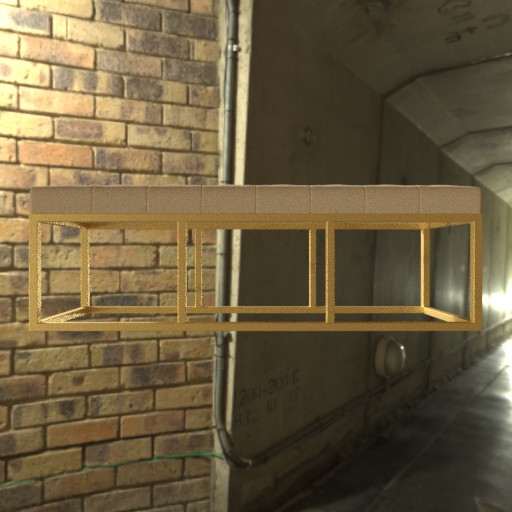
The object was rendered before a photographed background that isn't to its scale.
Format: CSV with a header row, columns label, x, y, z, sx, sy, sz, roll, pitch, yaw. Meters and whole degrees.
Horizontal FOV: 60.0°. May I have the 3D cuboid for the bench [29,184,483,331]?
label,x,y,z,sx,sy,sz,roll,pitch,yaw
bench,0.000,0.000,1.662,1.473,0.484,0.457,0,0,0
